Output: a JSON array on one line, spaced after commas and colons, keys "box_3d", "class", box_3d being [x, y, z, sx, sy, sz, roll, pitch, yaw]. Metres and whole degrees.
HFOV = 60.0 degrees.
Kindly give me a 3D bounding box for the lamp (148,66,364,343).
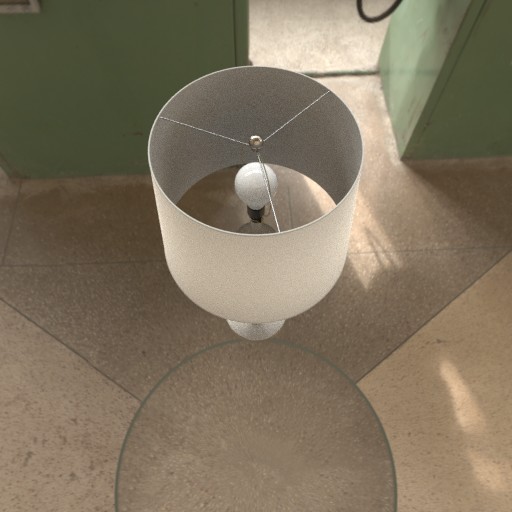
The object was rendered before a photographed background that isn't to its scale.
[{"box_3d": [0.000, 0.000, 0.882, 0.333, 0.696, 0.333, 0, 64, 0], "class": "lamp"}]
